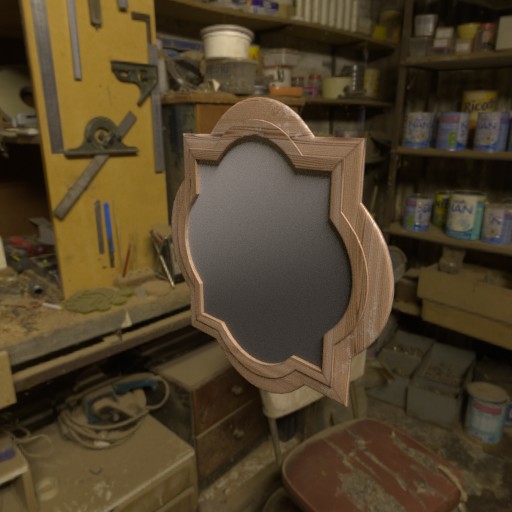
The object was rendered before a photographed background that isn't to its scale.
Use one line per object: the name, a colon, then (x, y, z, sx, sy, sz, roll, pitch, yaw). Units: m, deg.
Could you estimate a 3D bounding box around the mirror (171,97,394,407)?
mirror: (0.000, 0.000, 1.042, 0.019, 0.686, 0.686, -15, 23, -42)
